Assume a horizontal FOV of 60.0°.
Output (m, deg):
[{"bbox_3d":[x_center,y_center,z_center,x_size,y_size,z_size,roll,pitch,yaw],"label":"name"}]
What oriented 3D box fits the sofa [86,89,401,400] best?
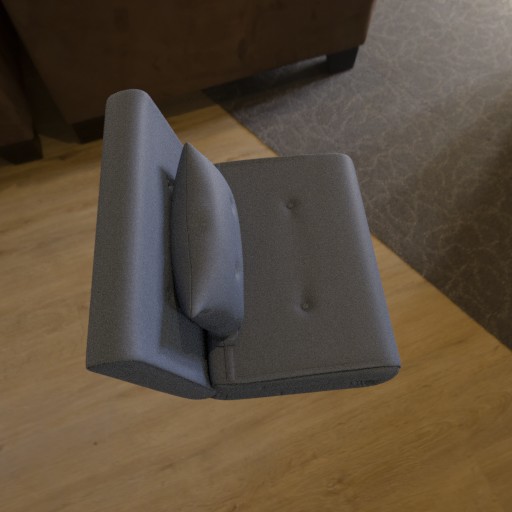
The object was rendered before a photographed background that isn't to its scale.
[{"bbox_3d":[0.000,0.000,1.740,0.996,0.860,0.999,-5,63,-2],"label":"sofa"}]
